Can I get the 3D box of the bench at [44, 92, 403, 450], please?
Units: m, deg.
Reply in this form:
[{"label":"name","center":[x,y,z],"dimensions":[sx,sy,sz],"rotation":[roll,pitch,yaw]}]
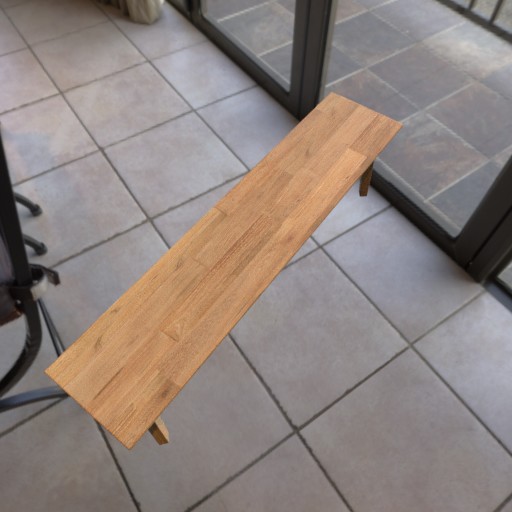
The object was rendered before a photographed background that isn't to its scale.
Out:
[{"label":"bench","center":[0.000,0.000,1.865],"dimensions":[0.378,0.431,1.698],"rotation":[32,63,19]}]
